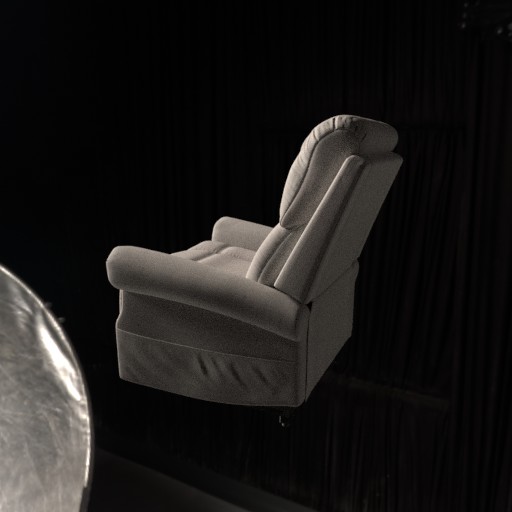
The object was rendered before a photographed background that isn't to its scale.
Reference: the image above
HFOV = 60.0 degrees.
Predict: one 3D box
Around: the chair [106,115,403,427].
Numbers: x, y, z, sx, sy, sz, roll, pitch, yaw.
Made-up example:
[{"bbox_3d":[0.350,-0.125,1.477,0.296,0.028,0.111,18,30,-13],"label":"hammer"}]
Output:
[{"bbox_3d":[0.000,0.000,1.770,0.979,1.031,0.871,7,16,25],"label":"chair"}]
